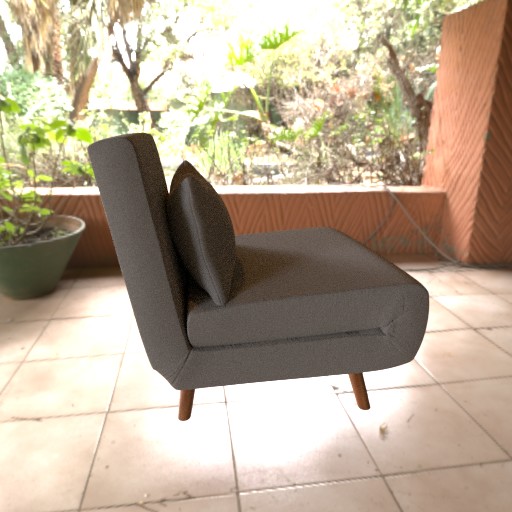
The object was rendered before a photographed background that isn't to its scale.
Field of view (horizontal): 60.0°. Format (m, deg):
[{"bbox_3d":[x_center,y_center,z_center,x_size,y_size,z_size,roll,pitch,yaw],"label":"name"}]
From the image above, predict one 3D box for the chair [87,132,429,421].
[{"bbox_3d":[0.000,0.000,1.502,0.902,0.808,0.770,-3,16,-9],"label":"chair"}]
